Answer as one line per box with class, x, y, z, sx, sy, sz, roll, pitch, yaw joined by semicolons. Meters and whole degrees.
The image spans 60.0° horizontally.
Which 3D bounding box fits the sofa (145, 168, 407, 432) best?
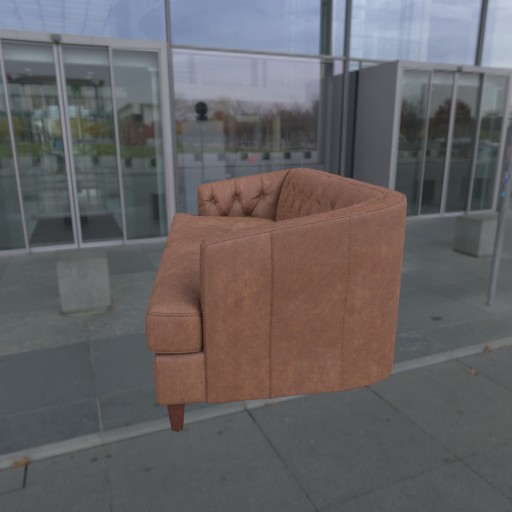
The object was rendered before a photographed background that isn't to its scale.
sofa;0.000;0.000;2.237;0.914;0.786;1.755;-2;15;-7
